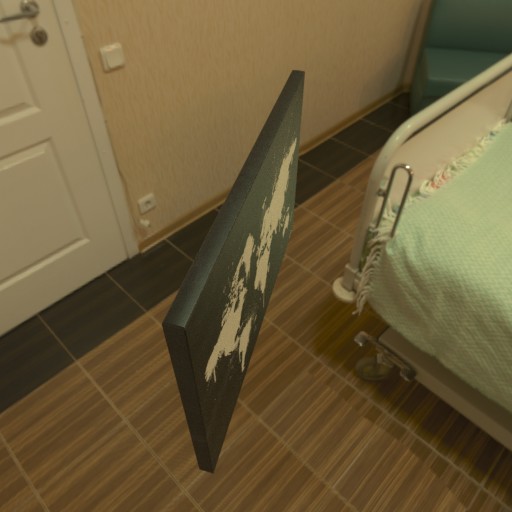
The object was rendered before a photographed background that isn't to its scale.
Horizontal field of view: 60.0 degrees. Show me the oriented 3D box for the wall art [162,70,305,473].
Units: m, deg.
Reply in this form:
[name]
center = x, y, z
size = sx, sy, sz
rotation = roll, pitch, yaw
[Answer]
[wall art]
center = 0.000, 0.000, 1.171
size = 0.038, 0.612, 0.912
rotation = 11, 47, 11
